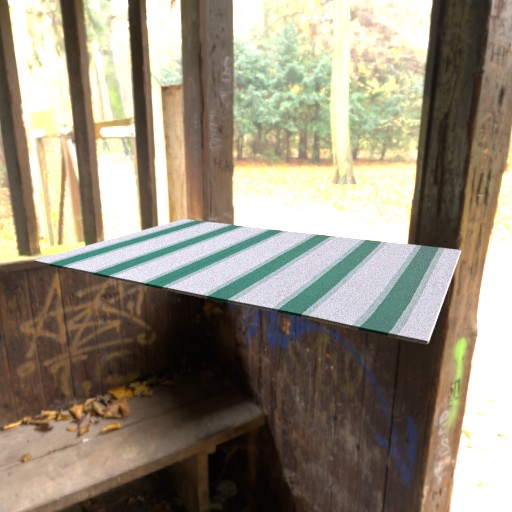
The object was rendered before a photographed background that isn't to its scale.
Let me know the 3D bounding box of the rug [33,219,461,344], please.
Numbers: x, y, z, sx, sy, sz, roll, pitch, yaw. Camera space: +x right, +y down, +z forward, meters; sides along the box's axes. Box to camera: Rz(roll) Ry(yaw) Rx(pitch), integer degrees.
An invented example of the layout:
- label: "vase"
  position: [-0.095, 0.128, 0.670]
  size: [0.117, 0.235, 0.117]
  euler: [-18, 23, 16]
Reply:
- label: "rug"
  position: [0.000, 0.000, 2.263]
  size: [1.829, 0.012, 1.210]
  euler: [8, 18, 27]
